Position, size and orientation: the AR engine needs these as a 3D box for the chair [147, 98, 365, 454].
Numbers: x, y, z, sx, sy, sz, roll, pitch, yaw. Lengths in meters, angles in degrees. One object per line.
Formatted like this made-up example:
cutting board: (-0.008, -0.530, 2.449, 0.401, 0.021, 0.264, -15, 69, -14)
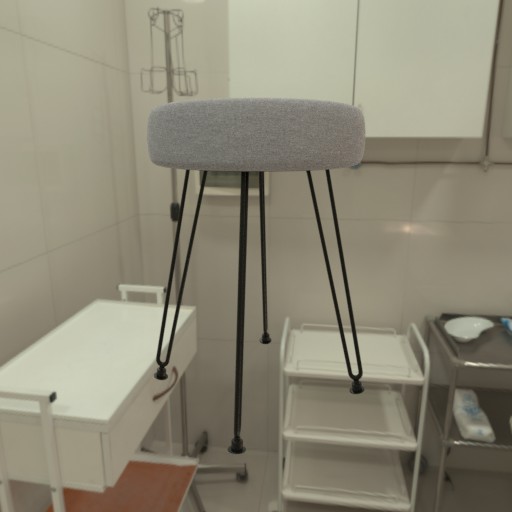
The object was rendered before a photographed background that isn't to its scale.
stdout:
chair: (0.000, 0.000, 0.676, 0.350, 0.440, 0.350, 2, 15, 7)
